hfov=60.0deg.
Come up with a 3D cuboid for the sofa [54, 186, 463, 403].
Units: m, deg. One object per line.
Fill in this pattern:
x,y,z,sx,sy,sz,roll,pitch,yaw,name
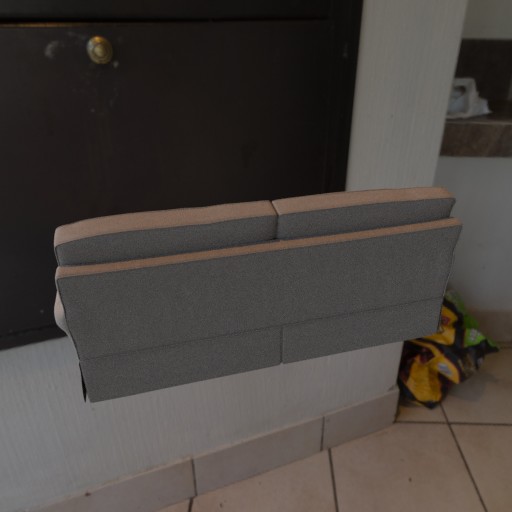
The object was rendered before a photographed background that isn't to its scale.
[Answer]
0.000,0.000,2.743,2.248,0.943,0.991,-8,28,-14,sofa
